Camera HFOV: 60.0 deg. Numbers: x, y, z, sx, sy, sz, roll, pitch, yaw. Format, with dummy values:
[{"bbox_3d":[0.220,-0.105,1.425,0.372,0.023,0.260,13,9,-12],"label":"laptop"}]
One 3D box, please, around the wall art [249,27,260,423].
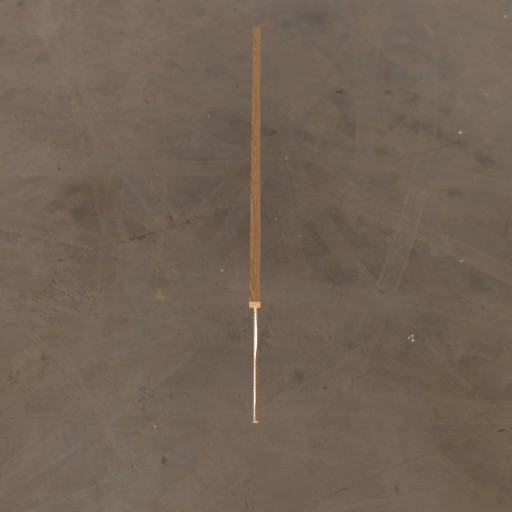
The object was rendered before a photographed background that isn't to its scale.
[{"bbox_3d":[0.000,0.000,0.700,0.010,0.507,0.404,0,58,0],"label":"wall art"}]
